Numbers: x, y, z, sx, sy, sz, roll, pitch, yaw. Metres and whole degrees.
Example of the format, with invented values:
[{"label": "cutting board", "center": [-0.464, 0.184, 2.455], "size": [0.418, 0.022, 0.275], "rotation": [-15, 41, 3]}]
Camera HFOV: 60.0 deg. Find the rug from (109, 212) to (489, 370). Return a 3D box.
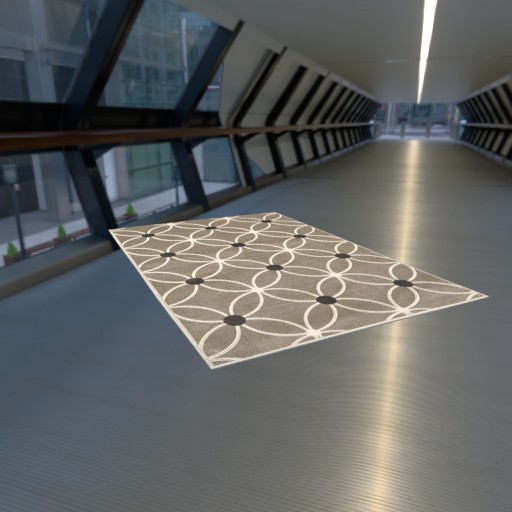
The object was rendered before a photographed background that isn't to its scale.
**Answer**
[{"label": "rug", "center": [0.000, 0.000, 2.908], "size": [1.522, 0.008, 2.284], "rotation": [-9, 20, -25]}]
